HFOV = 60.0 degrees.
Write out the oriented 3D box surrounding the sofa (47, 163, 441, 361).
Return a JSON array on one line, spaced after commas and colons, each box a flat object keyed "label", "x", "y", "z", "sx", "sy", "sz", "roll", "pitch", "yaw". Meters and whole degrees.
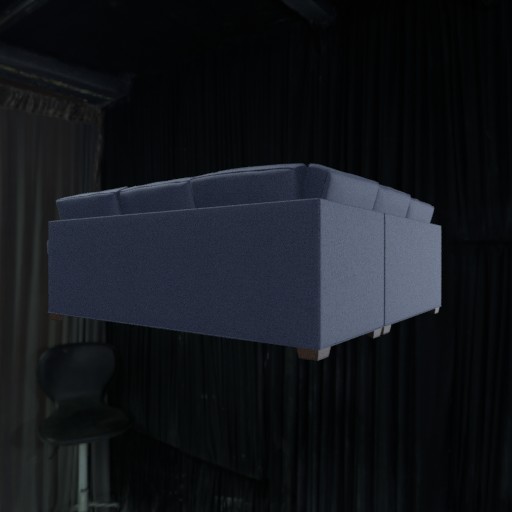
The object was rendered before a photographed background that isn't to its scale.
[{"label": "sofa", "x": 0.000, "y": 0.000, "z": 3.904, "sx": 2.562, "sy": 1.042, "sz": 2.487, "roll": 0, "pitch": 0, "yaw": 36}]
